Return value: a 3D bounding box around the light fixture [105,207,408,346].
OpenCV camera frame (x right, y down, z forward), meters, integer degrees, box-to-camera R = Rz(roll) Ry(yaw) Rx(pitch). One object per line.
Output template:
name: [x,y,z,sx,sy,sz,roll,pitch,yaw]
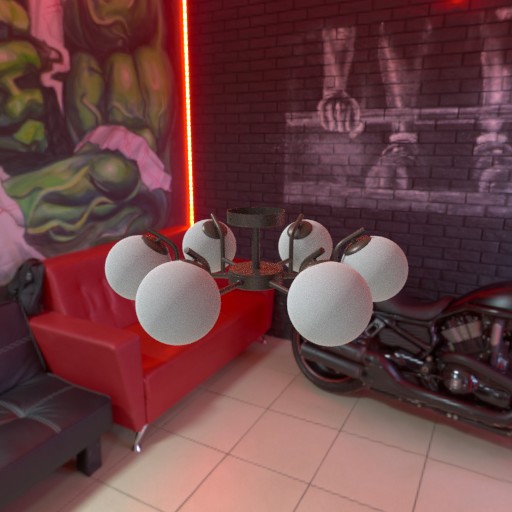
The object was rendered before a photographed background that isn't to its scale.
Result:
light fixture: [0.000,0.000,0.974,0.662,0.201,0.662,0,14,0]
